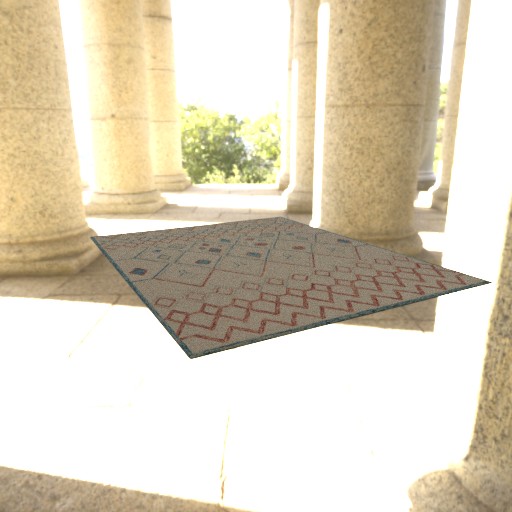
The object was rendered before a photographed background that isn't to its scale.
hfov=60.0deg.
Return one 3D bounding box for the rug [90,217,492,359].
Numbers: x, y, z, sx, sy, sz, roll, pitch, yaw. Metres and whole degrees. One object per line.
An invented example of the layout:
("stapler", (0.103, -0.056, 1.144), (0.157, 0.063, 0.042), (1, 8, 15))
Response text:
("rug", (0.000, 0.000, 4.094), (2.441, 0.016, 3.050), (-8, 18, -28))
